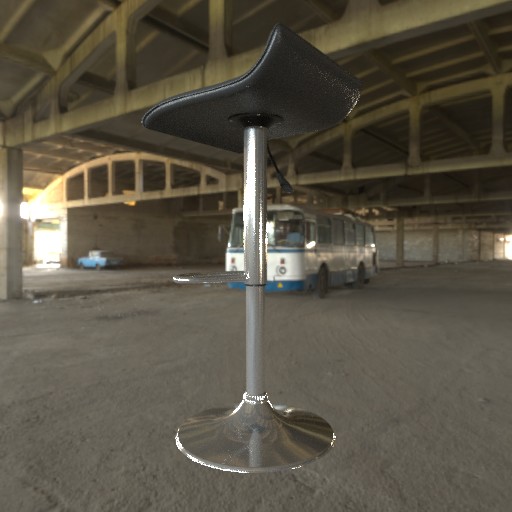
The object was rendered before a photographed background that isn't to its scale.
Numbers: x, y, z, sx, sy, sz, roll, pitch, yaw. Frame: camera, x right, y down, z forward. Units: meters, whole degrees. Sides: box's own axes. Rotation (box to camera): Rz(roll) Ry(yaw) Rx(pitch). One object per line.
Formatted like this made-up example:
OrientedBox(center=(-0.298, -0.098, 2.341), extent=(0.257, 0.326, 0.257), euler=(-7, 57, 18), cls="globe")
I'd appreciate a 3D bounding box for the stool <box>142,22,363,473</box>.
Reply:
OrientedBox(center=(0.000, 0.000, 1.058), extent=(0.381, 0.851, 0.381), euler=(1, 1, 37), cls="stool")
